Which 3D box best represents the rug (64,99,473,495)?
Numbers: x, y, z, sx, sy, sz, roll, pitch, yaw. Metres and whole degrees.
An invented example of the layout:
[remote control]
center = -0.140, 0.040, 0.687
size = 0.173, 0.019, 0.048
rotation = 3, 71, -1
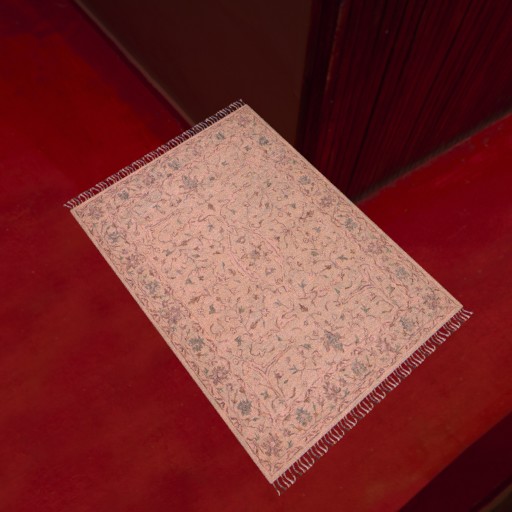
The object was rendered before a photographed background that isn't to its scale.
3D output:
[rug]
center = 0.000, 0.000, 2.270
size = 1.247, 0.008, 1.802
rotation = -36, 69, -16
